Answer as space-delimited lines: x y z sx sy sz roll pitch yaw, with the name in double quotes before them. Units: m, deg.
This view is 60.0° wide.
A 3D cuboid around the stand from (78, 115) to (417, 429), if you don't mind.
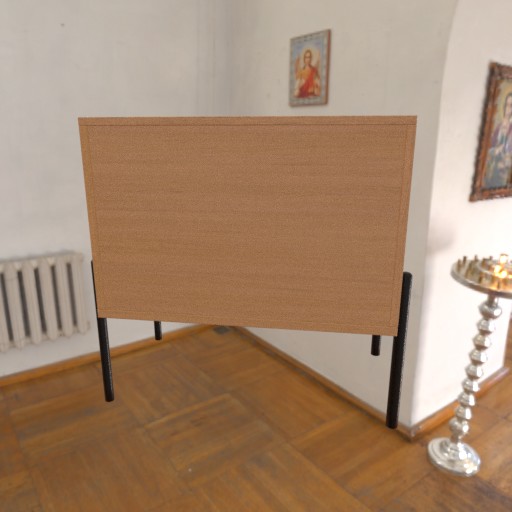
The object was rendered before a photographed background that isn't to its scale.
"stand" 0.000 0.000 1.019 0.630 0.600 0.400 2 16 8
